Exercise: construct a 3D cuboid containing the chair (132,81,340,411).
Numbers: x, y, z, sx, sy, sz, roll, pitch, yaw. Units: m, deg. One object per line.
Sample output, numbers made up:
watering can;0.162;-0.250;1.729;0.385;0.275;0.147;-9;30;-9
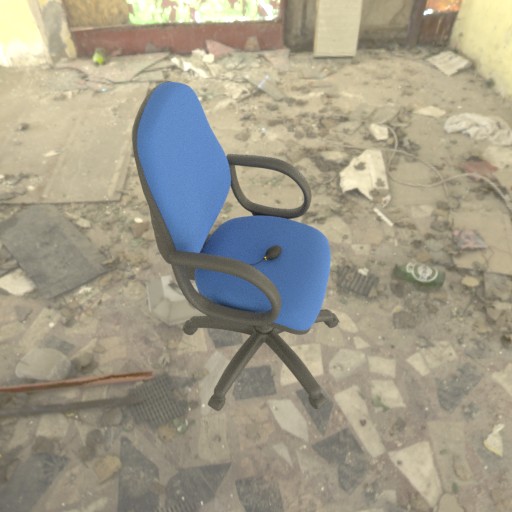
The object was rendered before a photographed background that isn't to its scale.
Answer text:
chair;0.000;0.000;1.259;0.549;0.905;0.552;11;46;10
